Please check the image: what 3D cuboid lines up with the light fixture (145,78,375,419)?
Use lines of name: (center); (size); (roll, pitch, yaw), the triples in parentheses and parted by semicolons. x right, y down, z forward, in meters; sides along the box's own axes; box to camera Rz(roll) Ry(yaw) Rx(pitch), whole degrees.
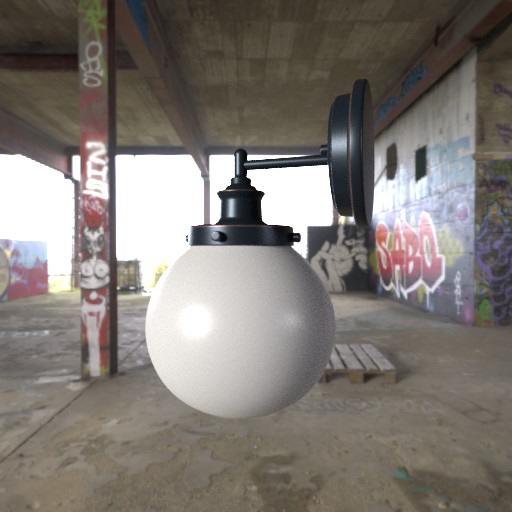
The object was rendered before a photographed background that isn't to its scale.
light fixture: (0.000, 0.000, 0.464); (0.230, 0.332, 0.197); (0, 1, 19)
